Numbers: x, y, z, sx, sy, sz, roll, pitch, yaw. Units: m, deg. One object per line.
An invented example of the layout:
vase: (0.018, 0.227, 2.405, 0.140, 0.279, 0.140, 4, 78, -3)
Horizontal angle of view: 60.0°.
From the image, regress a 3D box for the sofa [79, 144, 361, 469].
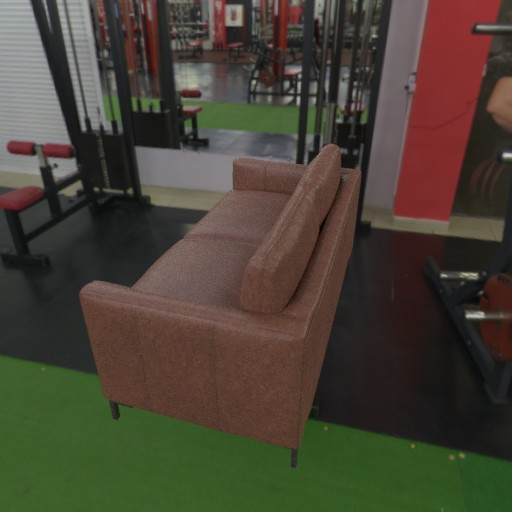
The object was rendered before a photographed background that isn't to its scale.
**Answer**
sofa: (0.000, 0.000, 2.362, 0.899, 0.883, 1.797, 9, 30, 15)
